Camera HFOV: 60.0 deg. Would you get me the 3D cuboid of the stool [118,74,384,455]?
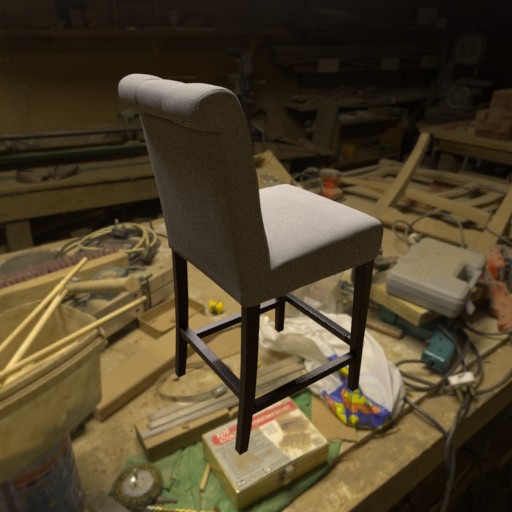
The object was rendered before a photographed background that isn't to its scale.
[{"bbox_3d":[0.000,0.000,1.368,0.601,1.040,0.493,-17,31,-31],"label":"stool"}]
